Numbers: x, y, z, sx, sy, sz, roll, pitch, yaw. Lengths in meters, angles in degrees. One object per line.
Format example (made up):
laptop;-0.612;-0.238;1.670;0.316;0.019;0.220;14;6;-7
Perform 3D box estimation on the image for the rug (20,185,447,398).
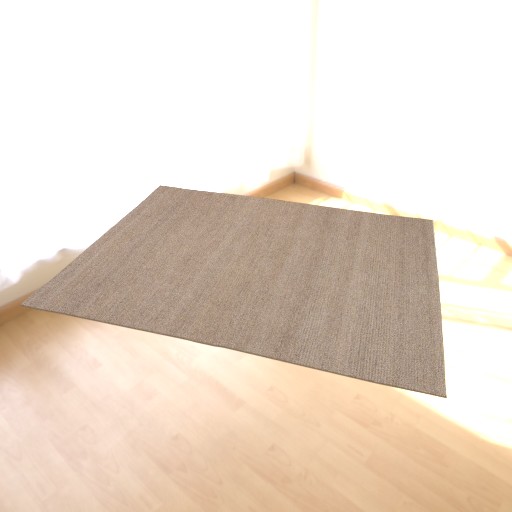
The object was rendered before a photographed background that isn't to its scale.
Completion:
rug;0.000;0.000;4.144;3.245;0.046;2.467;9;34;14
